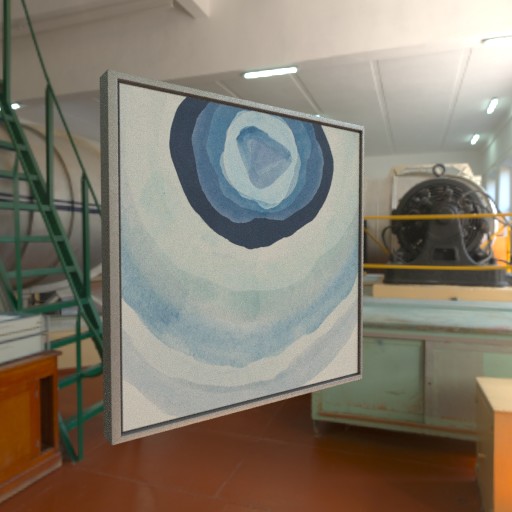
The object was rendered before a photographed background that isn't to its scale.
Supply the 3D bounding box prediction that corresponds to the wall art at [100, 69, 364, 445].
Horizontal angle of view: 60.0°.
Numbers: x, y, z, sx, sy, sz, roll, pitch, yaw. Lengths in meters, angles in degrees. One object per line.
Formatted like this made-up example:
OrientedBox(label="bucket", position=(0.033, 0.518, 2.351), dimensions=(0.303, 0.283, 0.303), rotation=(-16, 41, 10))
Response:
OrientedBox(label="wall art", position=(0.000, 0.000, 0.520), dimensions=(0.349, 0.349, 0.028), rotation=(-1, 2, -36))
